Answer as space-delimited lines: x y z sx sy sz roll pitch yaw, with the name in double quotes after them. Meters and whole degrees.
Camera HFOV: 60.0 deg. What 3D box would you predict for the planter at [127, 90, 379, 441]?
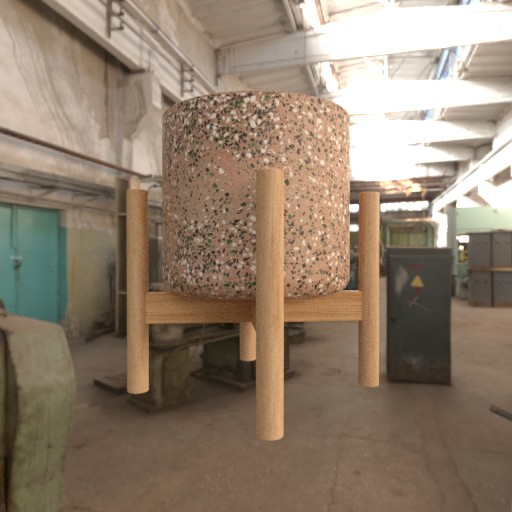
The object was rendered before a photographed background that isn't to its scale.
0.000 0.000 0.537 0.284 0.320 0.284 0 1 17 "planter"
